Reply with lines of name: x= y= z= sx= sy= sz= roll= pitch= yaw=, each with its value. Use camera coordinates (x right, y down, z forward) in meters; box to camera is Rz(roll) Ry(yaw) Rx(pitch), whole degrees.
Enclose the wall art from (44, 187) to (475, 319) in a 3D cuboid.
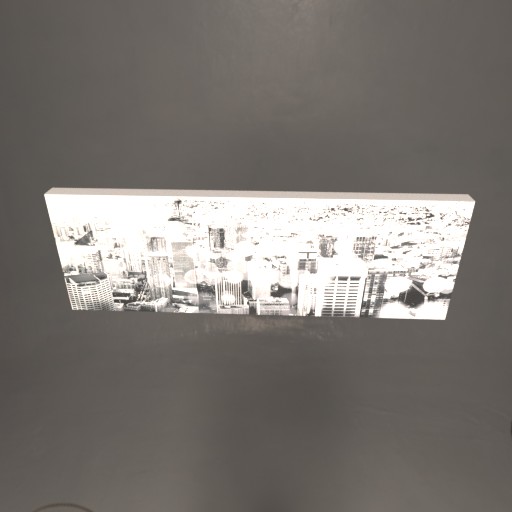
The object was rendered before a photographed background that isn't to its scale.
wall art: x=0.000 y=0.000 z=0.861 sx=0.763 sy=0.255 sz=0.038 roll=1 pitch=29 yaw=2
